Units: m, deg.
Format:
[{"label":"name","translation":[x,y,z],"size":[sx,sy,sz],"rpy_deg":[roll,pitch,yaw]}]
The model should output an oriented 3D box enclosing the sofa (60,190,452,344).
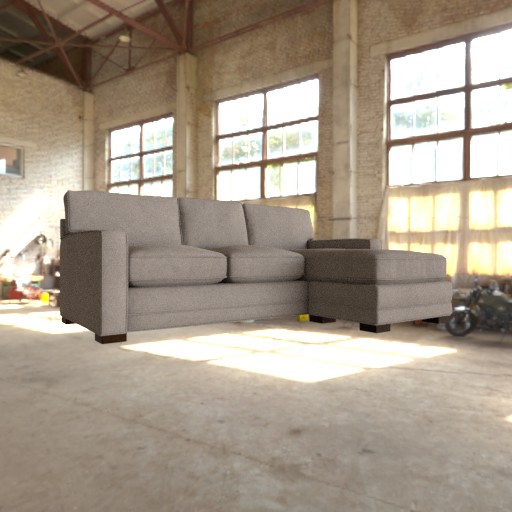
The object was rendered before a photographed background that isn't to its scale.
[{"label":"sofa","translation":[0.000,0.000,2.878],"size":[2.087,0.861,1.496],"rpy_deg":[0,0,-35]}]
